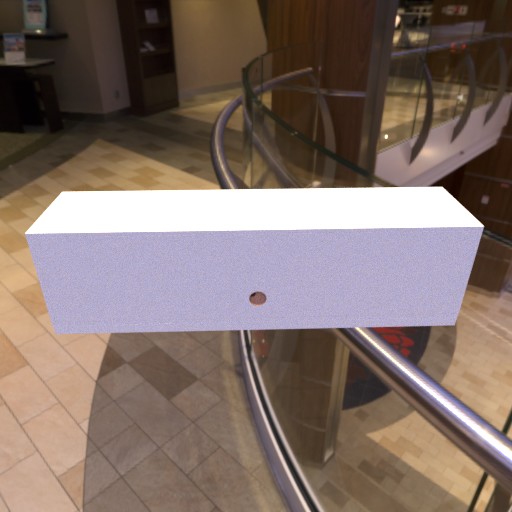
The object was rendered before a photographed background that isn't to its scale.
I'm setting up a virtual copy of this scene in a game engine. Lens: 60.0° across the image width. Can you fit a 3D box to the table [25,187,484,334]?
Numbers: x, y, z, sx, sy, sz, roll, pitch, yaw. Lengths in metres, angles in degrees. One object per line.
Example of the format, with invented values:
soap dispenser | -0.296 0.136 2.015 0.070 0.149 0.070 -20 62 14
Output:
table | 0.000 0.000 1.779 1.550 0.440 0.400 -1 30 -2
